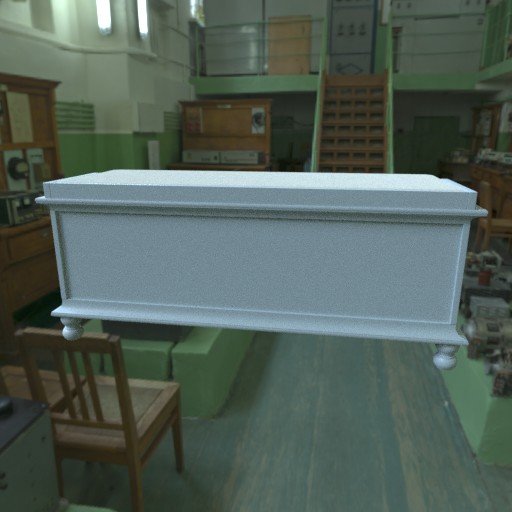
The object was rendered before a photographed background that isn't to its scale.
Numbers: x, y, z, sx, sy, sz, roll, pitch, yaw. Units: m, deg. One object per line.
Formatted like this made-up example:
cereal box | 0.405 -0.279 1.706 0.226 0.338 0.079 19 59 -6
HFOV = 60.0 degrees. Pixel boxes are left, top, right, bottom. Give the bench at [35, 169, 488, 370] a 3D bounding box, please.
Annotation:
bench | 0.000 0.000 1.389 1.185 0.486 0.402 3 17 9
